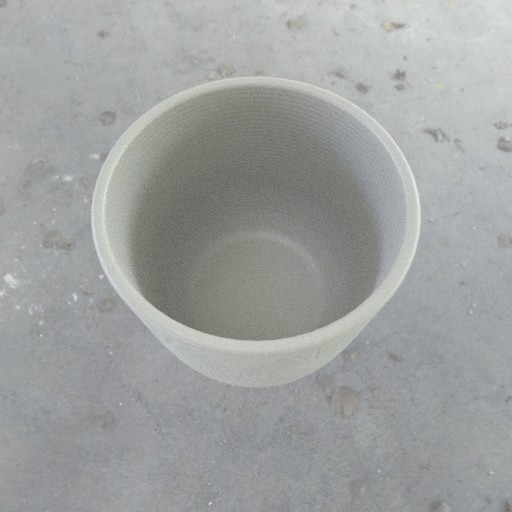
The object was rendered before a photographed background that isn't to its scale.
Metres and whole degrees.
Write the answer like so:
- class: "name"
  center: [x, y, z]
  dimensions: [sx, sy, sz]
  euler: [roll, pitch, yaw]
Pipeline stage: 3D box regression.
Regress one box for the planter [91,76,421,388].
- class: "planter"
  center: [0.000, 0.000, 0.216]
  dimensions: [0.124, 0.109, 0.124]
  euler: [0, 64, 0]
